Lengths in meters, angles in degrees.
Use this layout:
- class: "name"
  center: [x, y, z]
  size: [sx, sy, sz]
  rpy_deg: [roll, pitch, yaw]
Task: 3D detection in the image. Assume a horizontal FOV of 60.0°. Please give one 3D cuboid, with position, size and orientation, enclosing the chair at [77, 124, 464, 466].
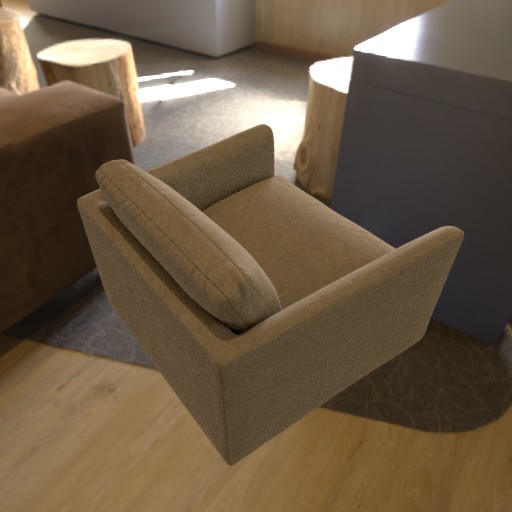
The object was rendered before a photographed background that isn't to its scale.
- class: "chair"
  center: [0.000, 0.000, 1.899]
  size: [1.091, 0.845, 1.190]
  rpy_deg: [-27, 48, -28]
